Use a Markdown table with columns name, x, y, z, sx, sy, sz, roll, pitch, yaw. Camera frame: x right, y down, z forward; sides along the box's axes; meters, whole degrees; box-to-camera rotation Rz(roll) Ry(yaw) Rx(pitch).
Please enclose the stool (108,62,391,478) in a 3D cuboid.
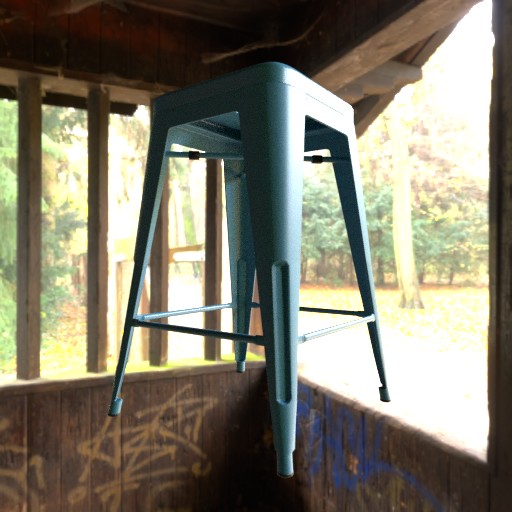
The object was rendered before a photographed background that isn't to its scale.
| name | x | y | z | sx | sy | sz | roll | pitch | yaw |
| --- | --- | --- | --- | --- | --- | --- | --- | --- | --- |
| stool | 0.000 | 0.000 | 0.885 | 0.410 | 0.608 | 0.410 | 0 | 0 | 36 |
